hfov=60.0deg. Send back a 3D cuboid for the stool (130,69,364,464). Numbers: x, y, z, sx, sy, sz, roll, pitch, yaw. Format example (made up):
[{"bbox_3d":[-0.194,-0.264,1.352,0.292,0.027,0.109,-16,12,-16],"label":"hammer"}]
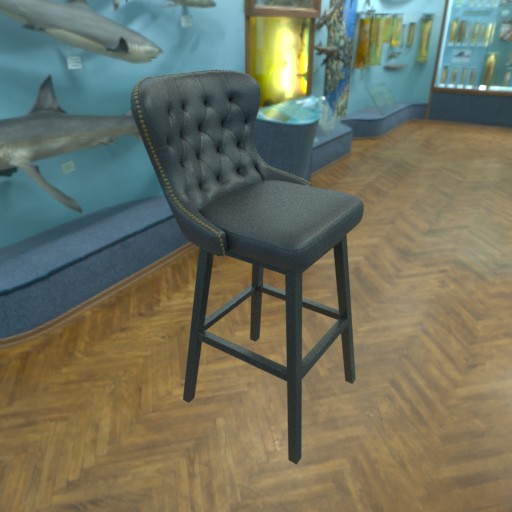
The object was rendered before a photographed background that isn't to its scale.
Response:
[{"bbox_3d":[0.000,0.000,1.403,0.601,1.050,0.528,18,32,30],"label":"stool"}]
